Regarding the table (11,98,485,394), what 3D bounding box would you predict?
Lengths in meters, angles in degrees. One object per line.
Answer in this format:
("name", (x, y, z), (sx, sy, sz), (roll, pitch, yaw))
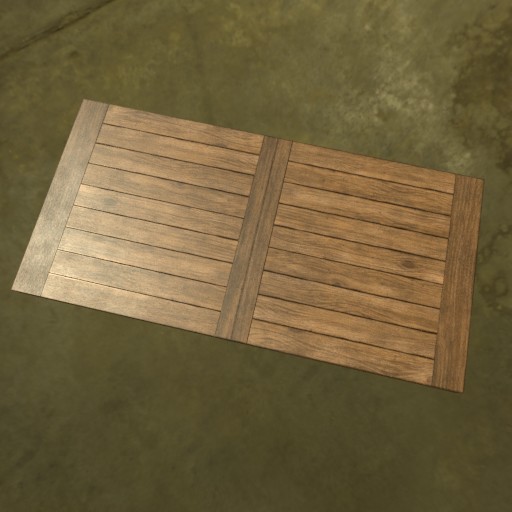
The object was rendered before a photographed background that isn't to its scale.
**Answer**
("table", (0.000, 0.000, 2.264), (1.867, 0.757, 0.931), (12, 75, 3))
